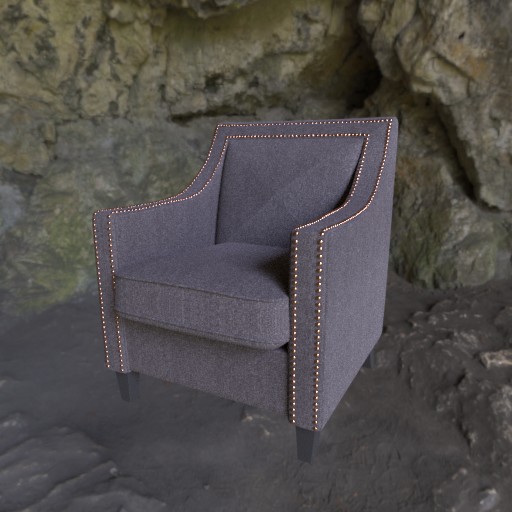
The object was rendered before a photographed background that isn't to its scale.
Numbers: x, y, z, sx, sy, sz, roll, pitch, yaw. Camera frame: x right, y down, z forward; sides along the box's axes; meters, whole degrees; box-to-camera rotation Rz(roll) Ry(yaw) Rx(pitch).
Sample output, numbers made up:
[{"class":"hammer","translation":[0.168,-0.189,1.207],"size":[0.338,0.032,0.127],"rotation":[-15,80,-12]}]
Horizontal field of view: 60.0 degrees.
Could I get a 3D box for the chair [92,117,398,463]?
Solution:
[{"class":"chair","translation":[0.000,0.000,1.565],"size":[0.776,0.967,0.884],"rotation":[7,15,27]}]
